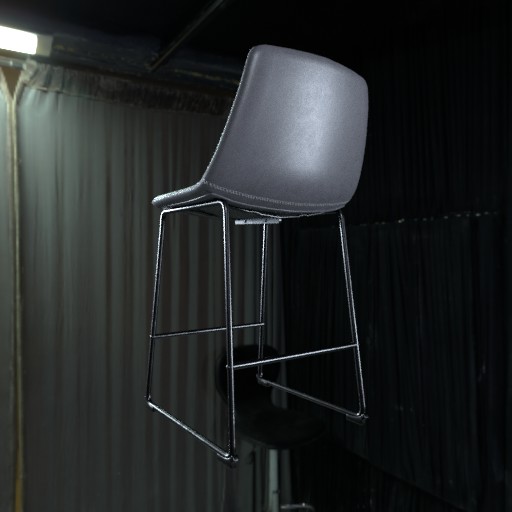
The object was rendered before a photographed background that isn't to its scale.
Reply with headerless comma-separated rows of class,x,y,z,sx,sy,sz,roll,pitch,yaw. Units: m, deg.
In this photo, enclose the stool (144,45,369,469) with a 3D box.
stool,0.000,0.000,1.188,0.470,0.876,0.546,0,1,-36
